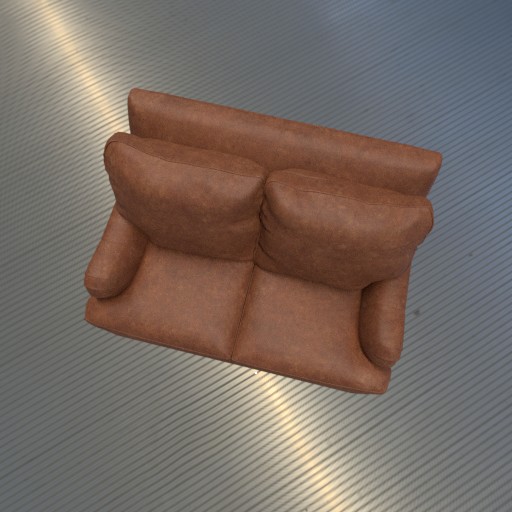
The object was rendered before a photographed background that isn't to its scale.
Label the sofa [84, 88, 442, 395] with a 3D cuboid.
[{"bbox_3d":[0.000,0.000,2.229,1.527,1.004,1.077,13,76,3],"label":"sofa"}]
